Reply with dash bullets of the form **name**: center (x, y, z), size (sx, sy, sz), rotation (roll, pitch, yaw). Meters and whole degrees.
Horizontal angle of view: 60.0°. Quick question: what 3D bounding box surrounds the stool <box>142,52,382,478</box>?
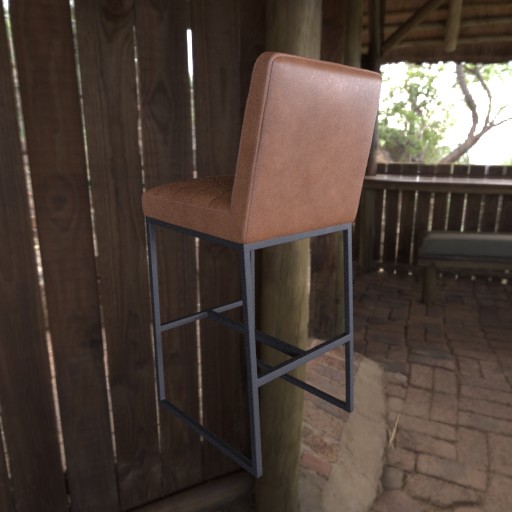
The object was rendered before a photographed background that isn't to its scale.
- **stool**: center (0.000, 0.000, 1.343), size (0.458, 1.040, 0.556), rotation (-13, 19, -42)
